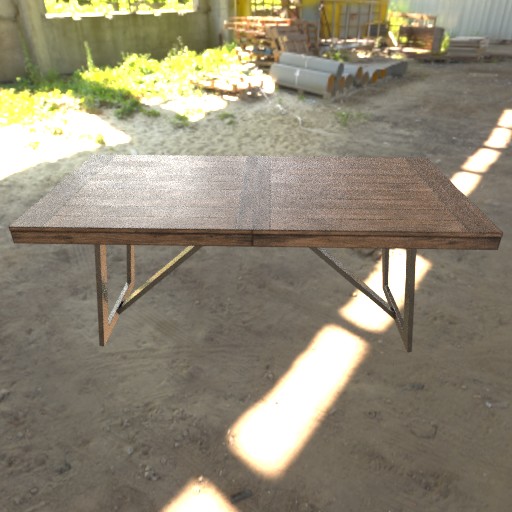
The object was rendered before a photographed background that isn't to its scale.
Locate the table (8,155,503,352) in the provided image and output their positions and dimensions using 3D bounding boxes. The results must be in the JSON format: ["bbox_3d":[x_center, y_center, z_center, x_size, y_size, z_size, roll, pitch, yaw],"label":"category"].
[{"bbox_3d":[0.000,0.000,2.263,1.867,0.757,0.931,1,30,1],"label":"table"}]
